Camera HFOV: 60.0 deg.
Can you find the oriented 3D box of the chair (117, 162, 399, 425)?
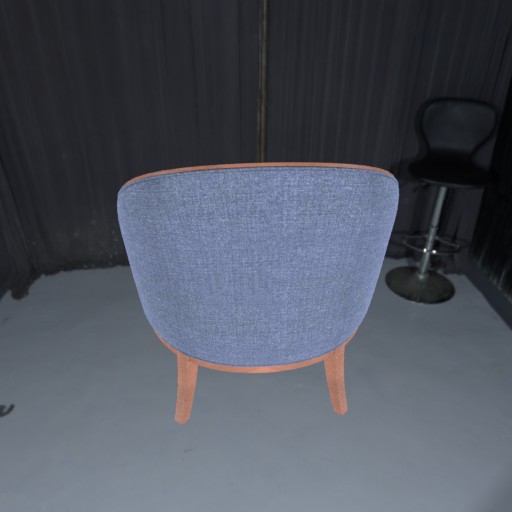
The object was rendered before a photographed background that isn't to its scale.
[{"bbox_3d":[0.000,0.000,1.472,0.803,0.876,0.735,-2,30,-3],"label":"chair"}]
